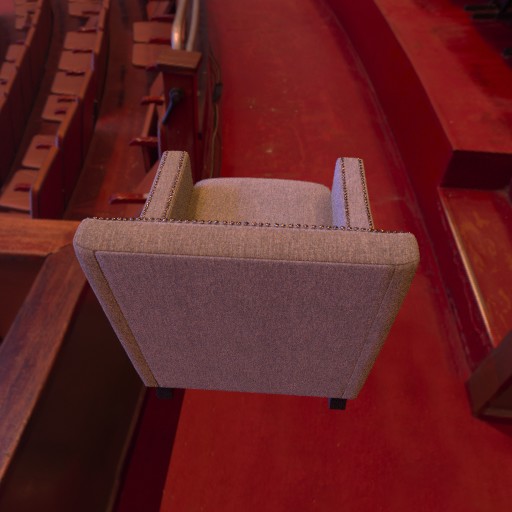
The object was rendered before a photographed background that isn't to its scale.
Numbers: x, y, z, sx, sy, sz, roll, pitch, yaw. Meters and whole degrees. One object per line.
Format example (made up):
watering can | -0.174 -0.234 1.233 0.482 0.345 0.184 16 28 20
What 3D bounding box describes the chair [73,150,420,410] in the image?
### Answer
chair | 0.000 0.000 1.586 0.776 0.967 0.884 3 47 3
